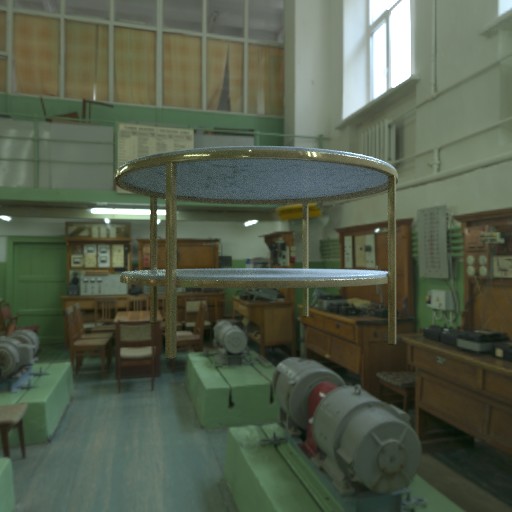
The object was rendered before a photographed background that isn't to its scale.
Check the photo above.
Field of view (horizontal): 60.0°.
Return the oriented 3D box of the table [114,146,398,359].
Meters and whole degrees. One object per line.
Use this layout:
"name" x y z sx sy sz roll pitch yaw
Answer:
"table" 0.000 0.000 1.311 0.800 0.450 0.800 0 0 0
